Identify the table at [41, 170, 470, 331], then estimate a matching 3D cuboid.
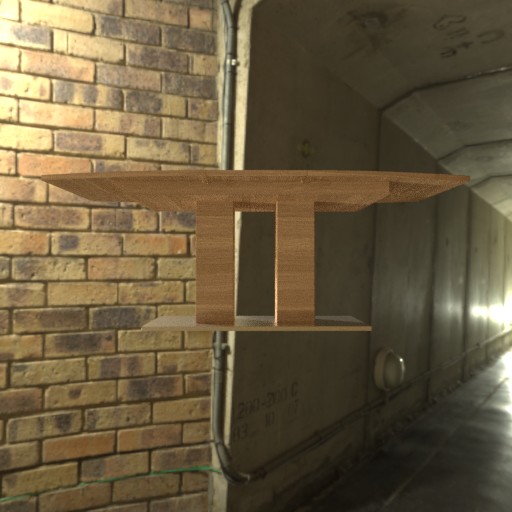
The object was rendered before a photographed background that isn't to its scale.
[{"bbox_3d":[0.000,0.000,2.424,2.032,0.750,0.900,0,-1,0],"label":"table"}]
